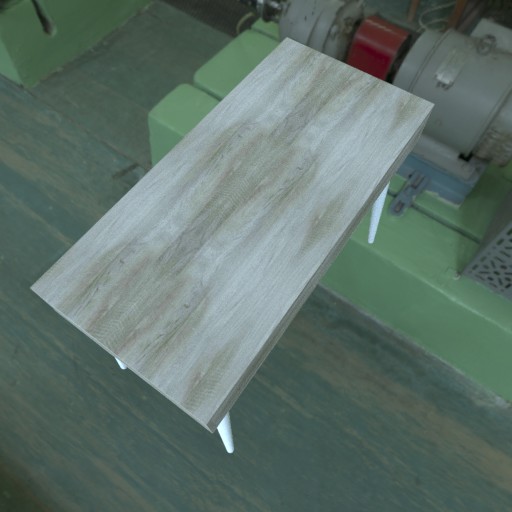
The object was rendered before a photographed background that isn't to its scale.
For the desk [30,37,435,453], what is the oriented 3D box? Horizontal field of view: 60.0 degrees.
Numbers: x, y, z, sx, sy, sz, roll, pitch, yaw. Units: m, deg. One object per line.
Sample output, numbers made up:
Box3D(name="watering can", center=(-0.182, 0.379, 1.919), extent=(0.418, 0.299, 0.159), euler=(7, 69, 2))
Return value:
Box3D(name="desk", center=(0.000, 0.000, 1.372), extent=(0.491, 0.723, 0.979), euler=(32, 67, 16))
